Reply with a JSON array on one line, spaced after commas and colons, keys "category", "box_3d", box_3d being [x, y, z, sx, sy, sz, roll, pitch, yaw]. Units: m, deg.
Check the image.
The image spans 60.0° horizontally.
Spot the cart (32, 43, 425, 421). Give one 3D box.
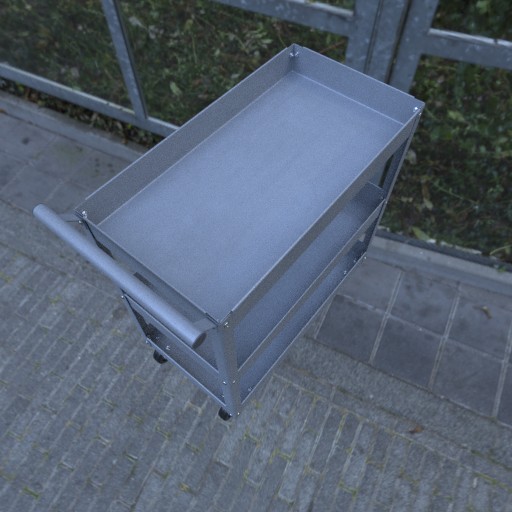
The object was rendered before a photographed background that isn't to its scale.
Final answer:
[{"category": "cart", "box_3d": [0.000, 0.000, 1.137, 0.366, 0.780, 0.719, 34, 63, 20]}]
